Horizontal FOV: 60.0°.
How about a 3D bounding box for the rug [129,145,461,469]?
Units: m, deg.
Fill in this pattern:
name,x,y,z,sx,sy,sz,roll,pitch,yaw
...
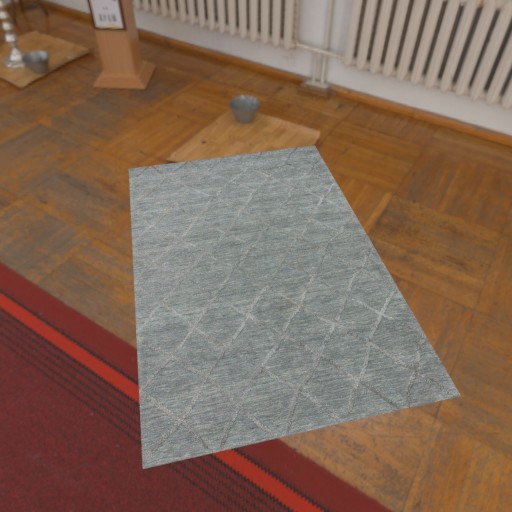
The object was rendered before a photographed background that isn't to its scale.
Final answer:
name,x,y,z,sx,sy,sz,roll,pitch,yaw
rug,0.000,0.000,2.807,1.521,0.006,2.283,-9,47,-9
